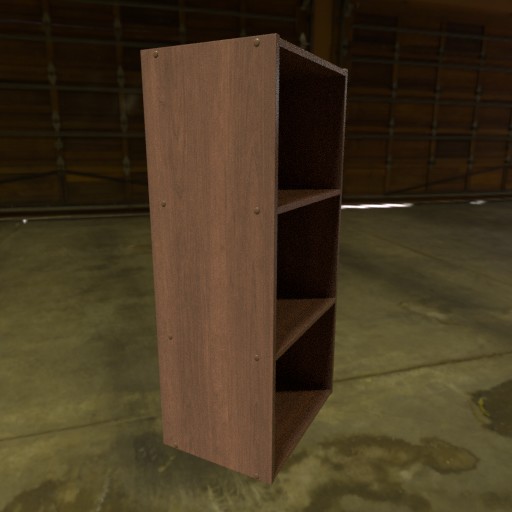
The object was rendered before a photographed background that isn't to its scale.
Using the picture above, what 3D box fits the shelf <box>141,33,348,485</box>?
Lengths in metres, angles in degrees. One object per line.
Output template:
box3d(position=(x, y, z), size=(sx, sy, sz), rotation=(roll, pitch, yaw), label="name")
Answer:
box3d(position=(0.000, 0.000, 1.077), size=(0.290, 0.879, 0.414), rotation=(7, 16, 27), label="shelf")
